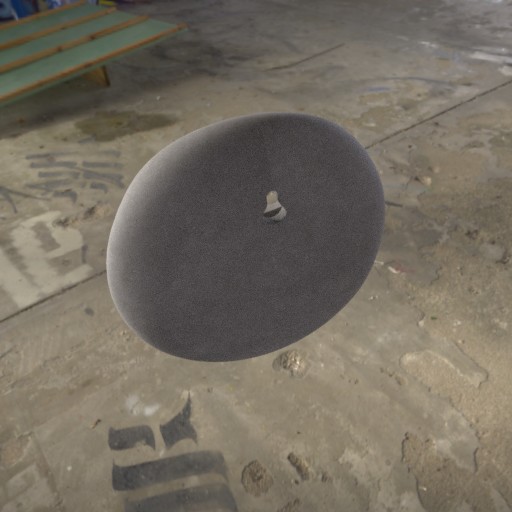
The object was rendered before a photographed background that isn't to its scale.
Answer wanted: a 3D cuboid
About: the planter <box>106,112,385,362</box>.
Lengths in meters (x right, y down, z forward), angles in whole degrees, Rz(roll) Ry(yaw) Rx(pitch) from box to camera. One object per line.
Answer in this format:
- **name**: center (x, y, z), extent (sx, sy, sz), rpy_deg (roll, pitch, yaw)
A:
- **planter**: center (0.000, 0.000, 0.288), extent (0.185, 0.188, 0.071), rpy_deg (-13, 42, -15)
